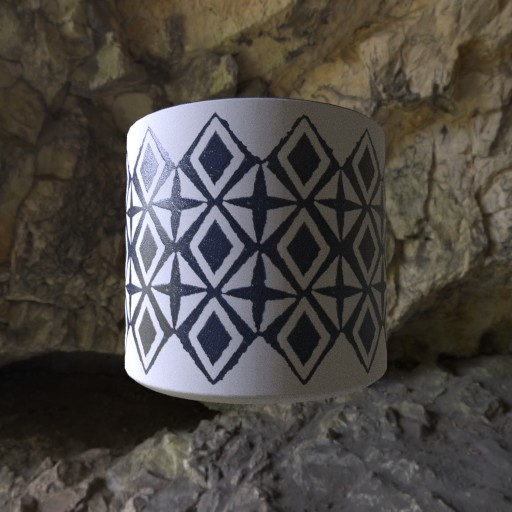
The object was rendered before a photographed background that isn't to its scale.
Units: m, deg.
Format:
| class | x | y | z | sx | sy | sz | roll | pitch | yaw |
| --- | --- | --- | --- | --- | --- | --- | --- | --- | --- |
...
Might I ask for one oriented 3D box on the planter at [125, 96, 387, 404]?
| class | x | y | z | sx | sy | sz | roll | pitch | yaw |
| --- | --- | --- | --- | --- | --- | --- | --- | --- | --- |
| planter | 0.000 | 0.000 | 0.322 | 0.182 | 0.165 | 0.182 | 0 | -2 | 0 |
